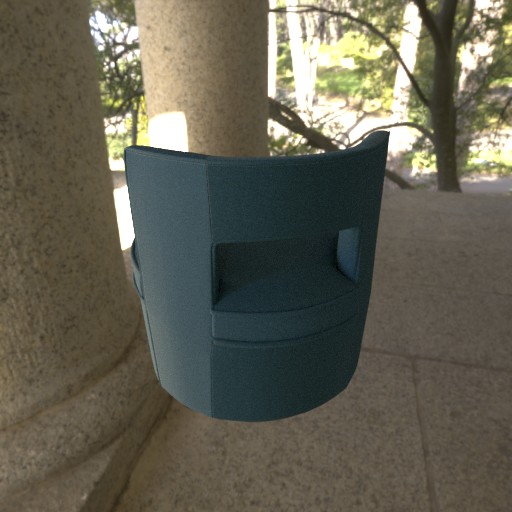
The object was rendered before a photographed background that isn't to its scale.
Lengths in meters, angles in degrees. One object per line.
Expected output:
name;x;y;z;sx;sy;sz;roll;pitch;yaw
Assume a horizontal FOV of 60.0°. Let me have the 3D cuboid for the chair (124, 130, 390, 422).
chair;0.000;0.000;1.260;0.684;0.711;0.660;-7;27;-15
